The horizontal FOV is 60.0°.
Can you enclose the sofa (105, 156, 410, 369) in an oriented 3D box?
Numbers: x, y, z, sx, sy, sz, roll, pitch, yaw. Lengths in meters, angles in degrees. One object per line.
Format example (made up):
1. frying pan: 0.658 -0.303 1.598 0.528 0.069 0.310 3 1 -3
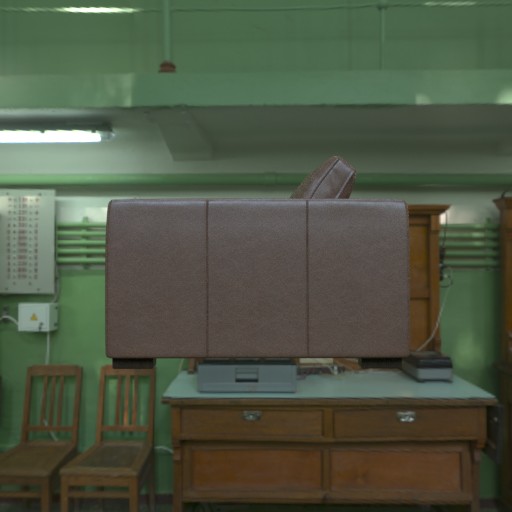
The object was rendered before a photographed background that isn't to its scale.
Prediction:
1. sofa: 0.000 0.000 2.453 1.070 0.800 1.920 0 0 0
